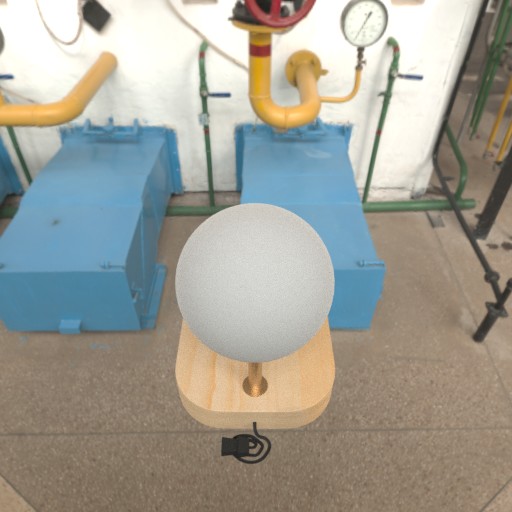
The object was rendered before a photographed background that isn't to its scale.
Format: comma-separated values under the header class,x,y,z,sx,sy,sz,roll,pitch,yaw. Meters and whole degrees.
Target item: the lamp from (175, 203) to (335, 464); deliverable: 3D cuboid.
class,x,y,z,sx,sy,sz,roll,pitch,yaw
lamp,0.000,0.000,0.473,0.173,0.253,0.331,0,42,0
